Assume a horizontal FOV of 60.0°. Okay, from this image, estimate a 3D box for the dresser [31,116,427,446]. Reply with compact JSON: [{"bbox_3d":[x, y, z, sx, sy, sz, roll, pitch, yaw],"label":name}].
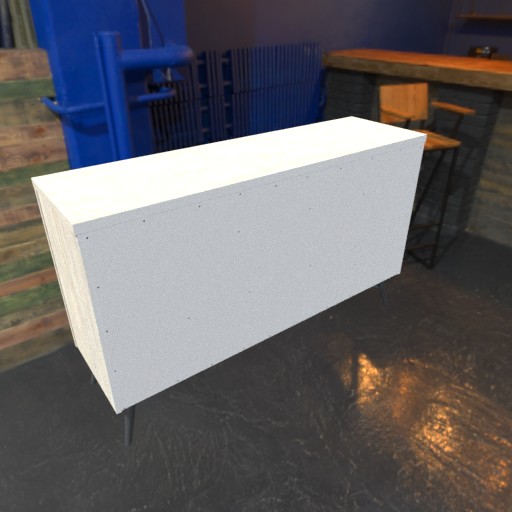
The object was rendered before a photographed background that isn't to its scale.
[{"bbox_3d":[0.000,0.000,1.928,1.524,0.914,0.457,-20,35,-31],"label":"dresser"}]
